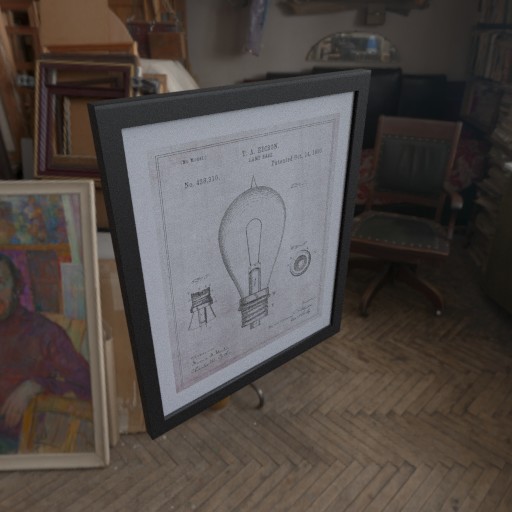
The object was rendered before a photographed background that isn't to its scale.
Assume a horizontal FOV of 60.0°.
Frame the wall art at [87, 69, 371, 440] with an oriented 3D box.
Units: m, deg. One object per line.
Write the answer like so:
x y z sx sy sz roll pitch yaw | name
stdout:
0.000 0.000 0.693 0.430 0.509 0.021 -21 36 -32 | wall art
